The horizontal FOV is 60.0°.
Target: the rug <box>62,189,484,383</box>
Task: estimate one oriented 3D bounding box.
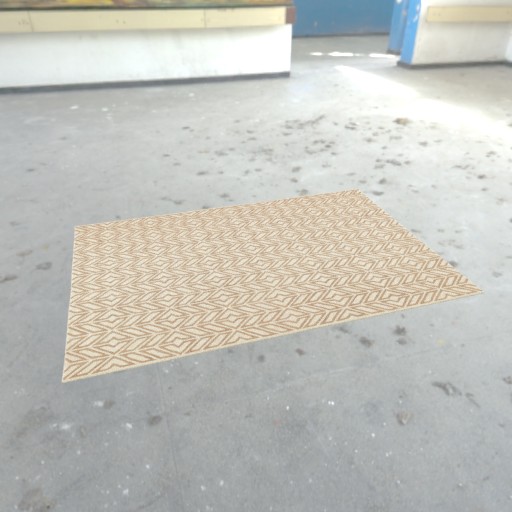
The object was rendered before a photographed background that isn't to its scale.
[{"bbox_3d":[0.000,0.000,2.306,1.828,0.007,1.220,-9,34,-14],"label":"rug"}]
